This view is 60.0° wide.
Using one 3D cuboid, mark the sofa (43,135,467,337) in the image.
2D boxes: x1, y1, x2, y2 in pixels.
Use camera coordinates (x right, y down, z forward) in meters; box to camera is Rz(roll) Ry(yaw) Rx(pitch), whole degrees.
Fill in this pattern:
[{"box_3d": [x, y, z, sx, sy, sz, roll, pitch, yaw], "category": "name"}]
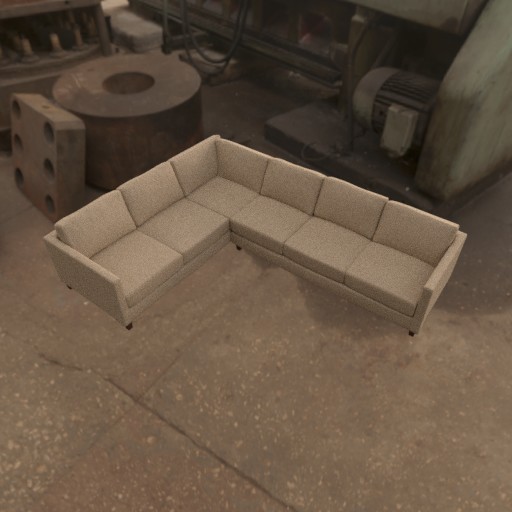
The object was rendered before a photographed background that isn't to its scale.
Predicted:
[{"box_3d": [0.000, 0.000, 4.300, 3.182, 0.863, 2.432, 26, 48, 26], "category": "sofa"}]
